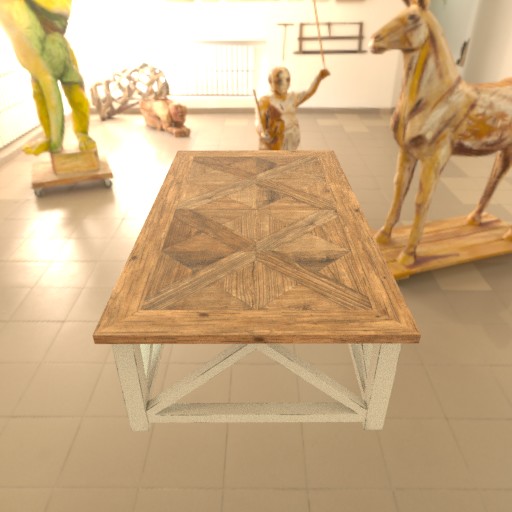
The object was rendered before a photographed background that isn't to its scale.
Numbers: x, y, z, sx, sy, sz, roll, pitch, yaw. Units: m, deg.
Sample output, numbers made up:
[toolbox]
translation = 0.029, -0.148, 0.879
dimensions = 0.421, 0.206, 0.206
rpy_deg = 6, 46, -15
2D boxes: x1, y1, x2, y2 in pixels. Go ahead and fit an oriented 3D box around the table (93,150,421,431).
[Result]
[table]
translation = 0.000, 0.000, 1.780
dimensions = 0.800, 0.410, 1.400
rpy_deg = 0, 32, 0
